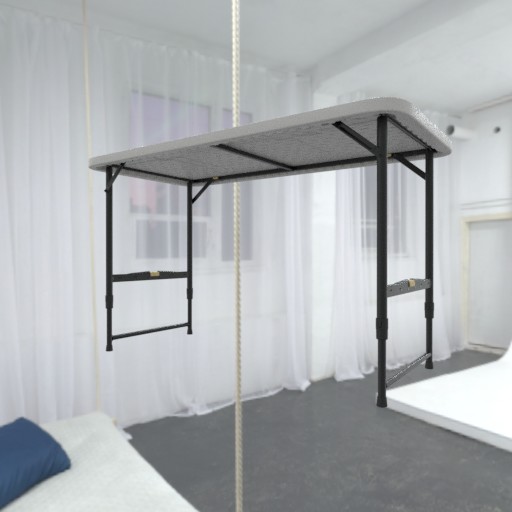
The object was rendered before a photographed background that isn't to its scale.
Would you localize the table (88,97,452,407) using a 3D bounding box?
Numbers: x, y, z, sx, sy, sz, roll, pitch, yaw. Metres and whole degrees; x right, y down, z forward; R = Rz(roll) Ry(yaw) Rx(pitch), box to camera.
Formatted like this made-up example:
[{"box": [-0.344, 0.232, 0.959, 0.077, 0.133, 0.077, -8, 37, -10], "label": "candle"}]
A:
[{"box": [0.000, 0.000, 1.586, 1.219, 0.737, 0.610, 0, 0, 35], "label": "table"}]
